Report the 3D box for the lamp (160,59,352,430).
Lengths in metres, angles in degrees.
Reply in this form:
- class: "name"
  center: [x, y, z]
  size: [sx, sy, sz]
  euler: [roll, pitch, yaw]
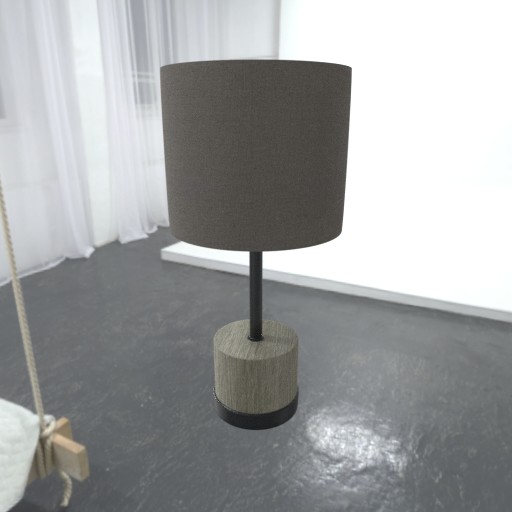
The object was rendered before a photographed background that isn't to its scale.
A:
- class: "lamp"
  center: [0.000, 0.000, 0.605]
  size: [0.229, 0.470, 0.229]
  euler: [2, 18, 7]
